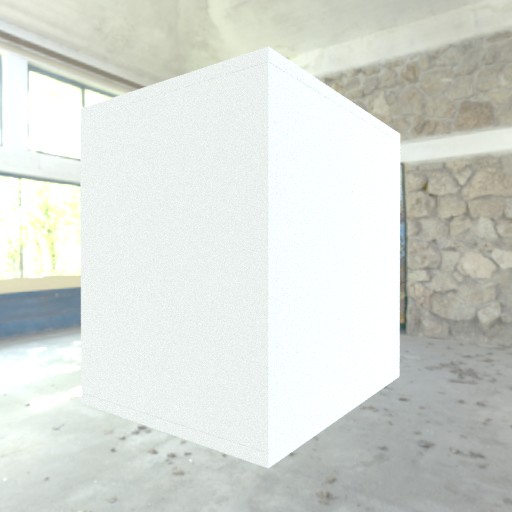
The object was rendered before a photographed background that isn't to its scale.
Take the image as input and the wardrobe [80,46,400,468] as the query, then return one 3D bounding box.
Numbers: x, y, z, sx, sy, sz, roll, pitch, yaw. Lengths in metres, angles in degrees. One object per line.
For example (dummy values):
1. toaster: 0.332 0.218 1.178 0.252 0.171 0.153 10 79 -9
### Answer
1. wardrobe: 0.000 0.000 0.865 0.400 0.520 0.500 0 1 36
